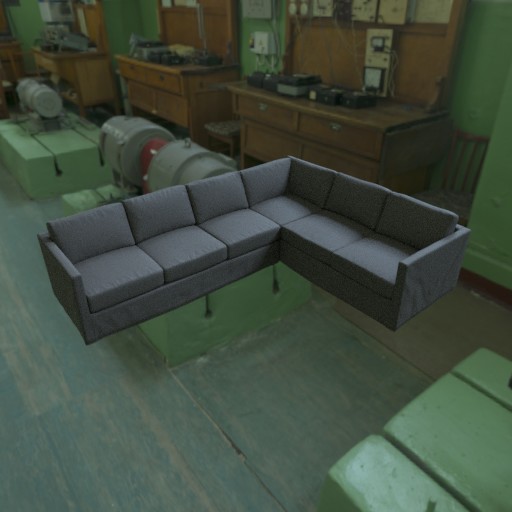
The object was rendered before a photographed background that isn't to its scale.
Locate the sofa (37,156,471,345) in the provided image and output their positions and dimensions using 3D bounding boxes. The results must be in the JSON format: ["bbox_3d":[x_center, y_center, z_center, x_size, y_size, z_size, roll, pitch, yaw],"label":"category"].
[{"bbox_3d":[0.000,0.000,4.171,3.182,0.871,2.432,-22,37,-32],"label":"sofa"}]
